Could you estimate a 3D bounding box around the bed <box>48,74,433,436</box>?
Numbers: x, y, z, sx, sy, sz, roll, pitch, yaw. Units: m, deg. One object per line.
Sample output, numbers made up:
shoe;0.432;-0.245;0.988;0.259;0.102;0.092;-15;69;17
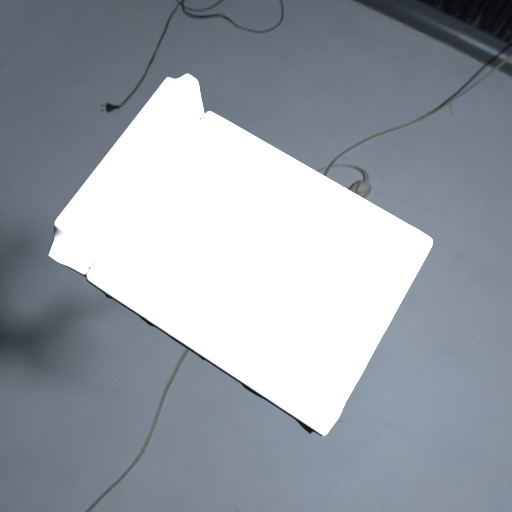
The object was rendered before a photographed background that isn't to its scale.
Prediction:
bed;0.000;0.000;3.674;2.498;1.293;1.977;32;78;7
